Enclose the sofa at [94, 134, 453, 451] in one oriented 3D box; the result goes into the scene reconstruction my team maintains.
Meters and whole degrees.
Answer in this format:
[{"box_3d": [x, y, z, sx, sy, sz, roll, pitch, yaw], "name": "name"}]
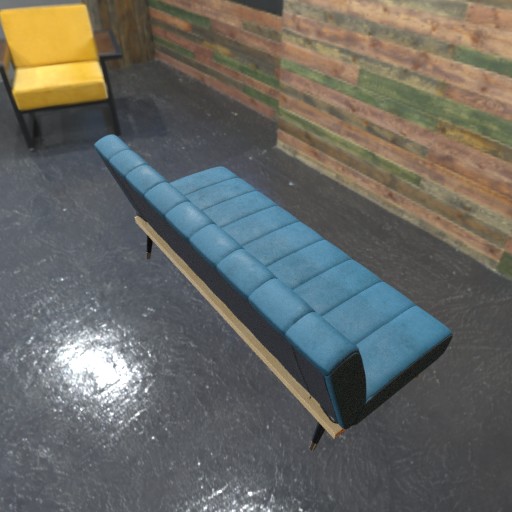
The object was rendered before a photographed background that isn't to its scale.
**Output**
[{"box_3d": [0.000, 0.000, 2.256, 0.830, 0.825, 1.810, -26, 47, -27], "name": "sofa"}]
